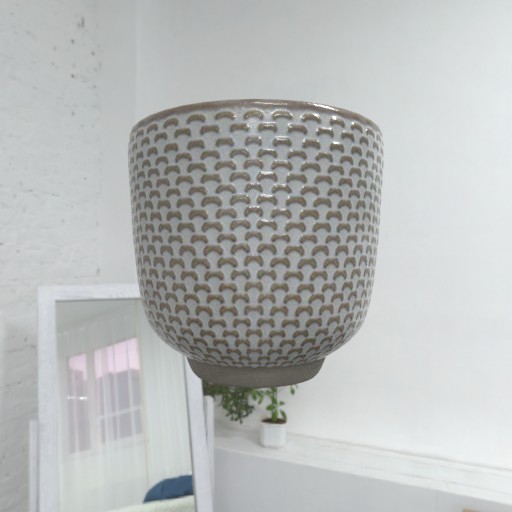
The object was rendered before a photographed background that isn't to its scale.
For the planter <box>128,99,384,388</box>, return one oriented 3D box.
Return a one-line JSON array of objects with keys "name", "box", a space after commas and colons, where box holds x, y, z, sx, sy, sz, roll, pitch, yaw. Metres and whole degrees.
[{"name": "planter", "box": [0.000, 0.000, 0.250, 0.139, 0.130, 0.139, 0, 0, 0]}]
